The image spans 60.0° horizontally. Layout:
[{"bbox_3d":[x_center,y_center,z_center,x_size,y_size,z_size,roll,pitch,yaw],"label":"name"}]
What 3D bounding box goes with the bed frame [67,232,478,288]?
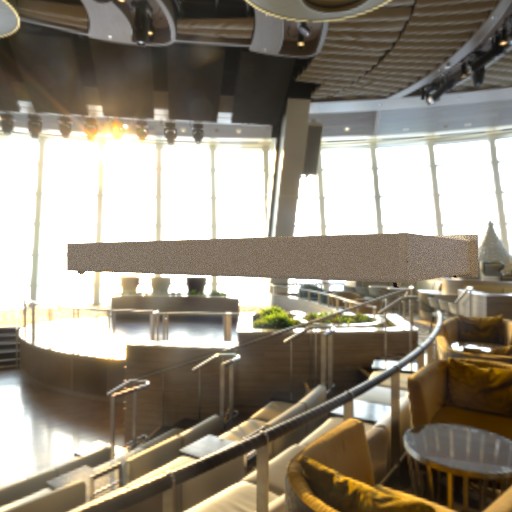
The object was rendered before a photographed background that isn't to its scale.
[{"bbox_3d":[0.000,0.000,1.553,1.300,0.141,0.670,0,0,36],"label":"bed frame"}]
